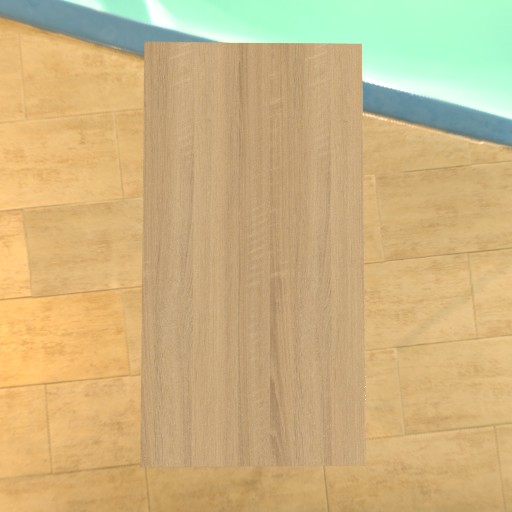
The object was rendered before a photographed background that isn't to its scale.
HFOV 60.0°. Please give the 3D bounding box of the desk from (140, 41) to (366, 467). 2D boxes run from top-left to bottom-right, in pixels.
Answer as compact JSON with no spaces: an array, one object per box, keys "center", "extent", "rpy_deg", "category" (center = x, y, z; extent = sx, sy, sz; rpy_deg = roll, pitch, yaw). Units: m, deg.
[{"center":[0.000,0.000,1.514],"extent":[0.600,0.731,1.100],"rpy_deg":[0,88,-1],"category":"desk"}]
